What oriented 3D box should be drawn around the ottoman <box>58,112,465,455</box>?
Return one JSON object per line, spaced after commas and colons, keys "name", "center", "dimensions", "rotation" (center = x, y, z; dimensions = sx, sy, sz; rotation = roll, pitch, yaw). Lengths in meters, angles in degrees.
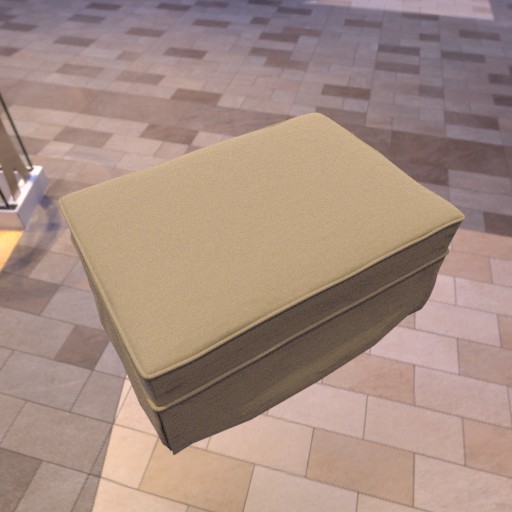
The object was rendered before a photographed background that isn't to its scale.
{"name": "ottoman", "center": [0.000, 0.000, 1.326], "dimensions": [0.944, 0.479, 0.703], "rotation": [-24, 52, -21]}
